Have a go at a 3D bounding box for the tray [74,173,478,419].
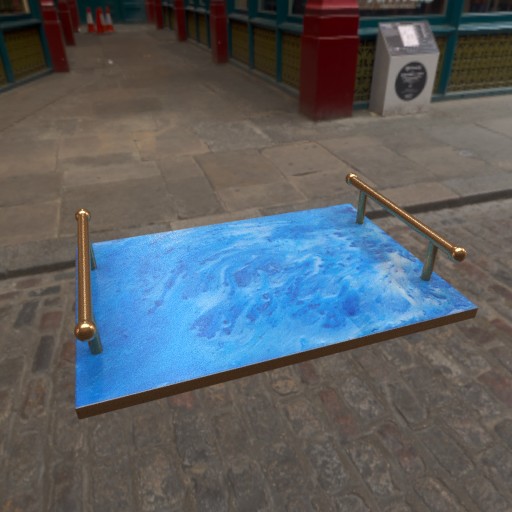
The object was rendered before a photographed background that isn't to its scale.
[{"bbox_3d":[0.000,0.000,0.562,0.444,0.084,0.304,-10,33,-16],"label":"tray"}]
